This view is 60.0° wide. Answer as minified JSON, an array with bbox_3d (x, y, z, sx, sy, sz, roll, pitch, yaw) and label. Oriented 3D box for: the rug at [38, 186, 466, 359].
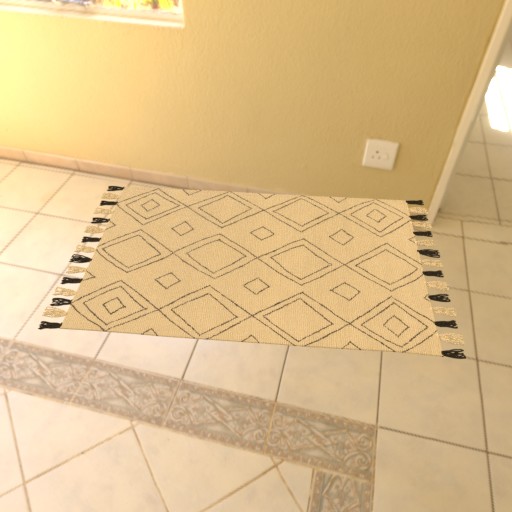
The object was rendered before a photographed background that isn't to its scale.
[{"bbox_3d":[0.000,0.000,3.313,2.755,0.021,1.524,3,47,3],"label":"rug"}]
